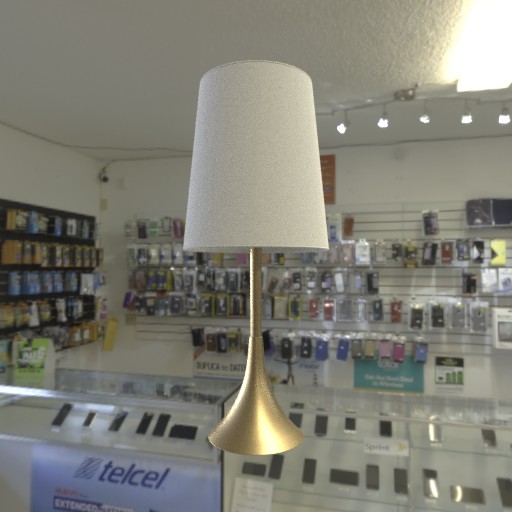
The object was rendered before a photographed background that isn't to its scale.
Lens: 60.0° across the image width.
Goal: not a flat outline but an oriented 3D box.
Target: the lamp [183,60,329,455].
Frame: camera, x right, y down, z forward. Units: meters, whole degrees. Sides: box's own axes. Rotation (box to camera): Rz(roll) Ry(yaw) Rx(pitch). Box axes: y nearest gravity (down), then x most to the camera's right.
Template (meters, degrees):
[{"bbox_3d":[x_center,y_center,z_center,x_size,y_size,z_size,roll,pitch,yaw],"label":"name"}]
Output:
[{"bbox_3d":[0.000,0.000,0.710,0.231,0.569,0.231,0,-2,0],"label":"lamp"}]
